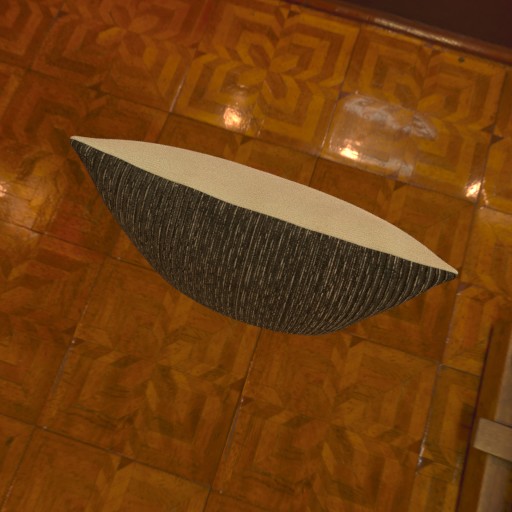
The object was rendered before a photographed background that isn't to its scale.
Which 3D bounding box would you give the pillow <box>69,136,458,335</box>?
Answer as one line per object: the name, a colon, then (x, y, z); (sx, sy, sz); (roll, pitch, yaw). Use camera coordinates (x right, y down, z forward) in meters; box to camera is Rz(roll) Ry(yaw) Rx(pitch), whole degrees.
pillow: (0.000, 0.000, 0.666); (0.433, 0.434, 0.196); (20, 77, 5)
